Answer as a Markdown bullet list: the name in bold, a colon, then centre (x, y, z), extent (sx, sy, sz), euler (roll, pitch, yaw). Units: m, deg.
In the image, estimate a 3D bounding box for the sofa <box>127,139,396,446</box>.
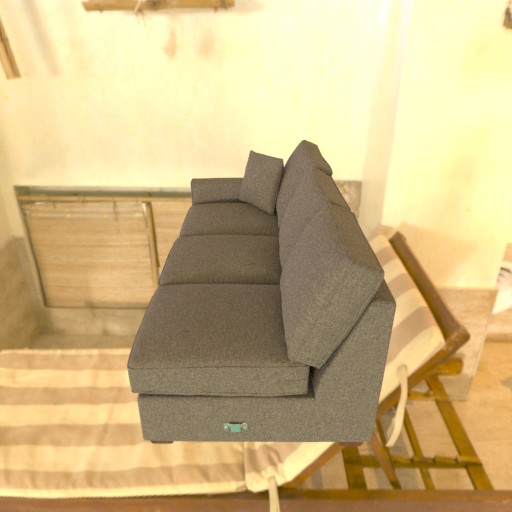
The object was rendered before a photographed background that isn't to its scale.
- **sofa**: centre (0.000, 0.000, 2.575), extent (1.034, 0.946, 1.963), euler (0, 27, 0)
